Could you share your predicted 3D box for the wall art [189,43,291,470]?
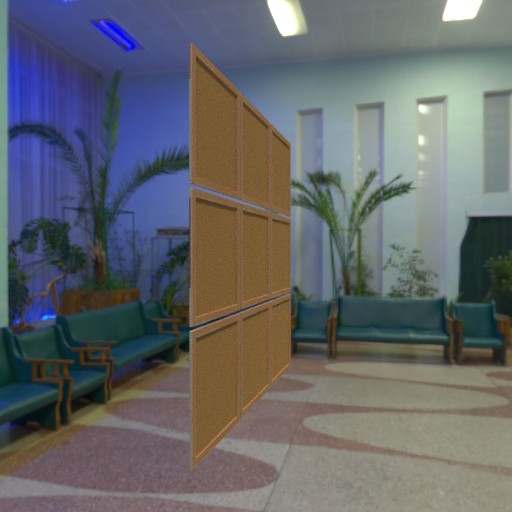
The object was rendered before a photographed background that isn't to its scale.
[{"bbox_3d":[0.000,0.000,2.301,0.013,1.519,1.521,0,0,18],"label":"wall art"}]
